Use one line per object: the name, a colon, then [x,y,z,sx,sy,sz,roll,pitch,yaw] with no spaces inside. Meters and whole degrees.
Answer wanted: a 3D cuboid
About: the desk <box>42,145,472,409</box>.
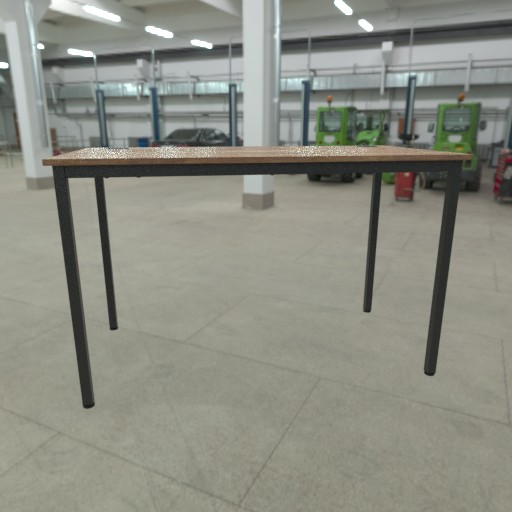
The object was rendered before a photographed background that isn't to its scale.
desk: [0.000,0.000,1.608,1.200,0.749,0.600,-3,17,-9]
